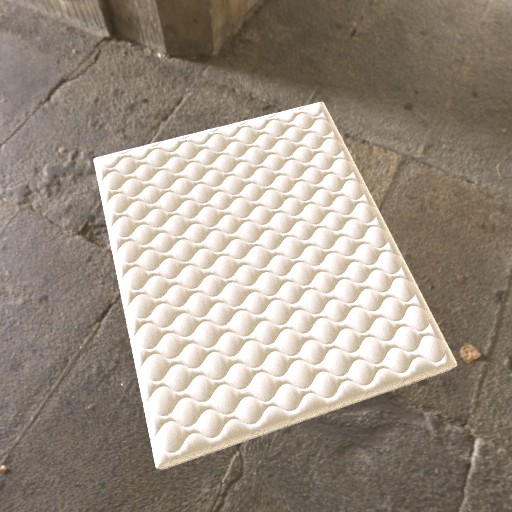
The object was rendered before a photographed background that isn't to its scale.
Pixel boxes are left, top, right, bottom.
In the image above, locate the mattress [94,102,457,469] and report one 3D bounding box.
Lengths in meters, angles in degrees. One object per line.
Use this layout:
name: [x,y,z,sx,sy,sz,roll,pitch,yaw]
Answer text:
mattress: [0.000,0.000,2.634,1.600,0.200,1.900,-16,66,-8]
